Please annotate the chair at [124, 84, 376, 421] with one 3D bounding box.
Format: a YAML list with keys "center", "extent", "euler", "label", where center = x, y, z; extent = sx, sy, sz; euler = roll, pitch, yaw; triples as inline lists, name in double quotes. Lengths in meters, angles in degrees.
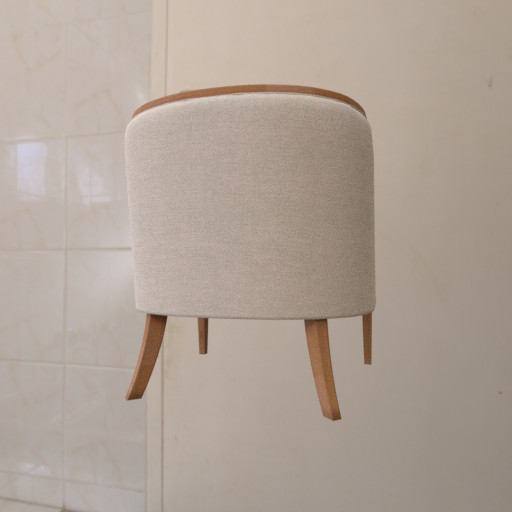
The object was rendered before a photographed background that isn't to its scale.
- center: [0.000, 0.000, 1.383]
  extent: [0.711, 0.775, 0.757]
  euler: [0, -1, 16]
  label: "chair"
